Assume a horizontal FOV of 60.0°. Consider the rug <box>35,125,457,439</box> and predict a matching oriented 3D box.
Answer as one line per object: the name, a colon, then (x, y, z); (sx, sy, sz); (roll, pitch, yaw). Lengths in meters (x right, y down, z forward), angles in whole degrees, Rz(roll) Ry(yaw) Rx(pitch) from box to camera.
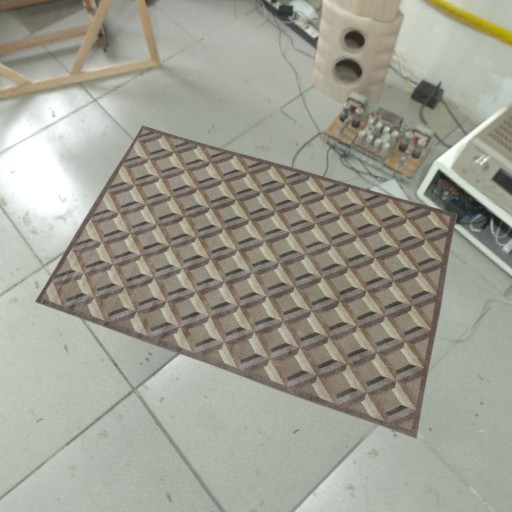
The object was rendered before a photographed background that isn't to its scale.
rug: (0.000, 0.000, 2.030); (1.677, 0.011, 1.066); (18, 65, 8)
